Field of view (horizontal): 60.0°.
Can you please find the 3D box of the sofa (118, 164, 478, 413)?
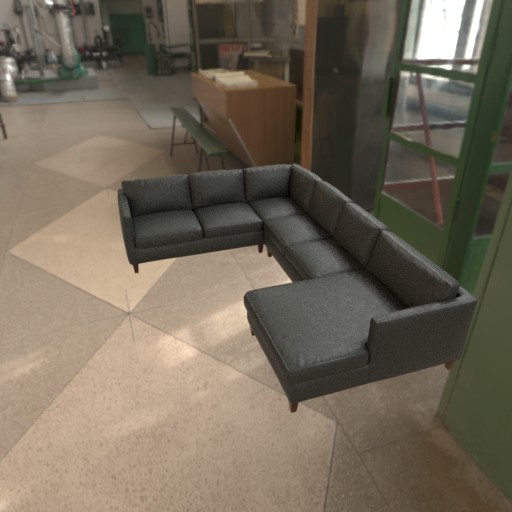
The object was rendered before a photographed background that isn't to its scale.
[{"bbox_3d":[0.000,0.000,4.663,2.593,0.923,3.460,-9,31,-16],"label":"sofa"}]
